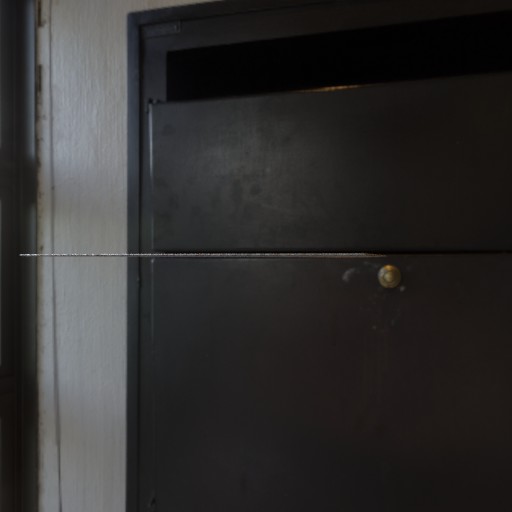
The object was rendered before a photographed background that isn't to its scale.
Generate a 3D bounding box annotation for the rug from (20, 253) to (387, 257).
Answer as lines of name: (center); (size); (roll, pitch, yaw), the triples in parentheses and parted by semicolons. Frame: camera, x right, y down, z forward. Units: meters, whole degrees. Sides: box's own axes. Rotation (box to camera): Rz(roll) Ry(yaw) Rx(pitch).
rug: (0.000, 0.000, 3.682); (2.005, 0.013, 2.890); (0, 0, 18)
